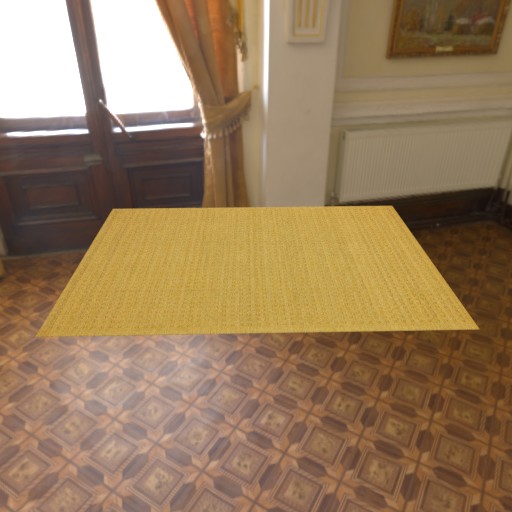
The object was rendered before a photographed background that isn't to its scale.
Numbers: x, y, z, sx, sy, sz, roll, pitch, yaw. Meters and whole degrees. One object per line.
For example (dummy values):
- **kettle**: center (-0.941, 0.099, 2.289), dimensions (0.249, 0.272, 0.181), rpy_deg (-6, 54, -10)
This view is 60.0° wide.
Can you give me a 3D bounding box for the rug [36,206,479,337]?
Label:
- **rug**: center (0.000, 0.000, 3.745), dimensions (2.895, 0.006, 1.981), rpy_deg (-1, 31, -1)
